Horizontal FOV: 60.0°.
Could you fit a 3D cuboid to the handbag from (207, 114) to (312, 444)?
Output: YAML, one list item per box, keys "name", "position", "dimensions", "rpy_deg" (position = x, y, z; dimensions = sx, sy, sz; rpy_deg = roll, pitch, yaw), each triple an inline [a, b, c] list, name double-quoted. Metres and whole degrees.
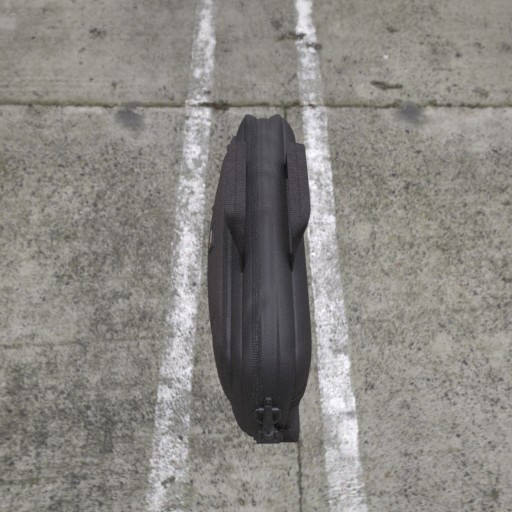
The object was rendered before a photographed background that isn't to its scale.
- name: "handbag"
  position: [0.000, 0.000, 0.418]
  dimensions: [0.089, 0.244, 0.320]
  rpy_deg: [0, 57, 0]
